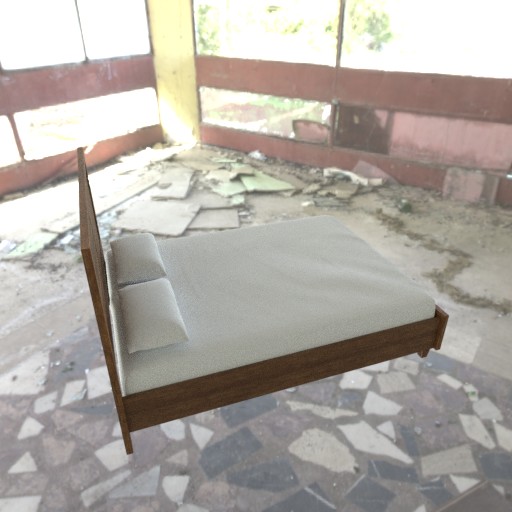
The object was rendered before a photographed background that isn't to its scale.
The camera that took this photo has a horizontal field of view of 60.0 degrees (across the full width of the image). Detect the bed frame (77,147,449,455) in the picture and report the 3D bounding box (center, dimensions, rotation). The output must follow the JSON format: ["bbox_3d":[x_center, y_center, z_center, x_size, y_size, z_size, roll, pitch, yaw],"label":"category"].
[{"bbox_3d":[0.000,0.000,3.349,2.276,1.417,1.696,-10,31,-17],"label":"bed frame"}]
